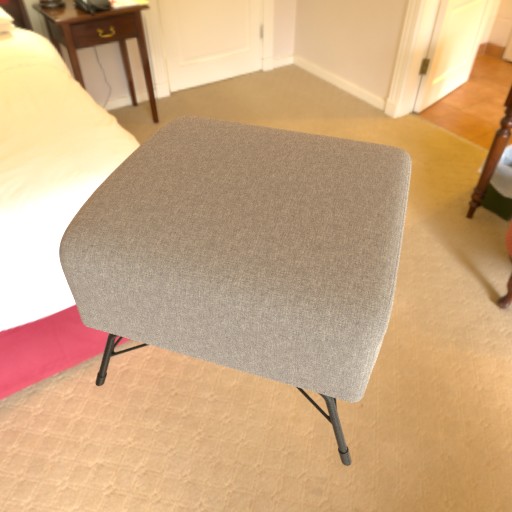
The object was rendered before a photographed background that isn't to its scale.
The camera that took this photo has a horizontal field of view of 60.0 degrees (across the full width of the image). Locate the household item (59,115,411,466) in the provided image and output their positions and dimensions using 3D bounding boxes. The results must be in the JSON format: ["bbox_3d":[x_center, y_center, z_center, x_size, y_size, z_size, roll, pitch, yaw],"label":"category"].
[{"bbox_3d":[0.000,0.000,0.898,0.530,0.410,0.530,13,44,13],"label":"household item"}]
